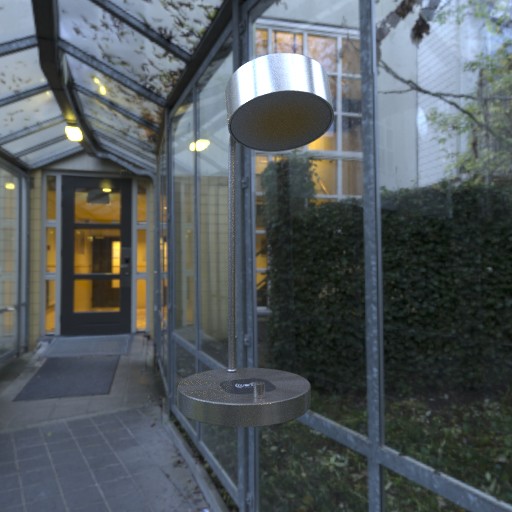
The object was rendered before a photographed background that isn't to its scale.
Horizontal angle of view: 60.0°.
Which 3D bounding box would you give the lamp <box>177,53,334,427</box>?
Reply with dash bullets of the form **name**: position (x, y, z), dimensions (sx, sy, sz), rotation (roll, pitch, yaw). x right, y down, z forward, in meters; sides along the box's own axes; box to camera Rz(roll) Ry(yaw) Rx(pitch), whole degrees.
- **lamp**: position (0.000, 0.000, 0.654), dimensions (0.211, 0.469, 0.334), rotation (0, -1, -18)
